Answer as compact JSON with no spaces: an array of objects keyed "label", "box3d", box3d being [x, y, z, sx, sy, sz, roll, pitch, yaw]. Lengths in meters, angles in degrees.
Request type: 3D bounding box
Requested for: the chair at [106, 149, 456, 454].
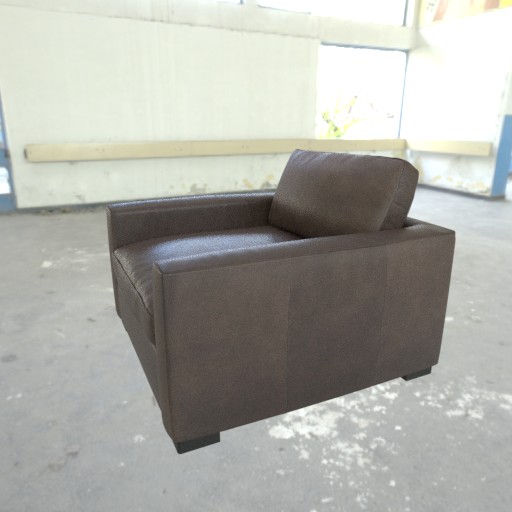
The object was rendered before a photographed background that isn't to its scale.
[{"label":"chair","box3d":[0.000,0.000,1.817,1.069,0.812,1.100,-8,19,-24]}]
